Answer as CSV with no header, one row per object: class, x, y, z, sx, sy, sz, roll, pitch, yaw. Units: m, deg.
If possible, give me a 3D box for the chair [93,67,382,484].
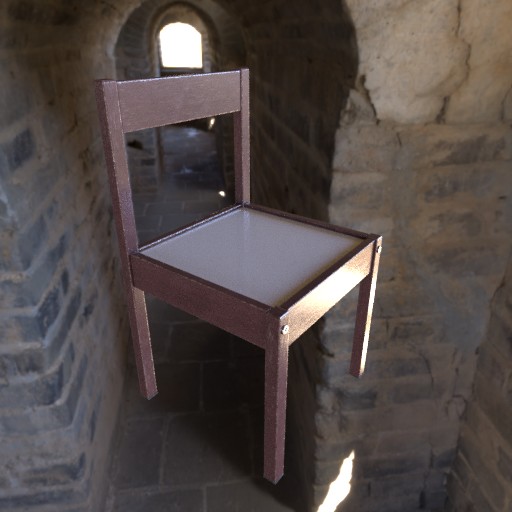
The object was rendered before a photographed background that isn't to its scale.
chair,0.000,0.000,0.674,0.285,0.505,0.285,19,32,33
